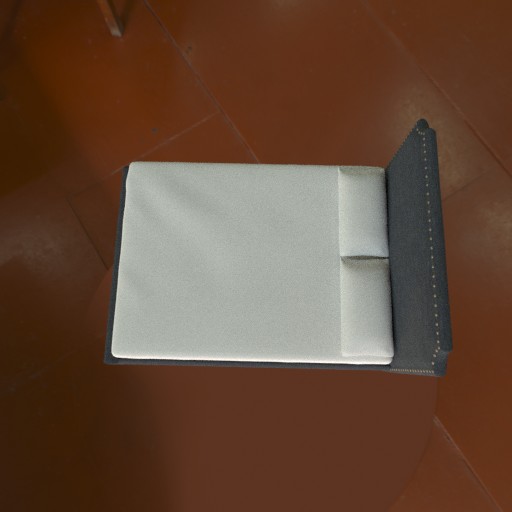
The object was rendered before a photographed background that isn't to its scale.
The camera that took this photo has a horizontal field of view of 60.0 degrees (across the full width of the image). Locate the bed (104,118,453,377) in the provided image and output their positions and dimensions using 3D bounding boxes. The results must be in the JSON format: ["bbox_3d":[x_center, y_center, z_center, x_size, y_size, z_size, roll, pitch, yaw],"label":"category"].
[{"bbox_3d":[0.000,0.000,3.425,2.372,1.443,1.713,1,77,0],"label":"bed"}]
